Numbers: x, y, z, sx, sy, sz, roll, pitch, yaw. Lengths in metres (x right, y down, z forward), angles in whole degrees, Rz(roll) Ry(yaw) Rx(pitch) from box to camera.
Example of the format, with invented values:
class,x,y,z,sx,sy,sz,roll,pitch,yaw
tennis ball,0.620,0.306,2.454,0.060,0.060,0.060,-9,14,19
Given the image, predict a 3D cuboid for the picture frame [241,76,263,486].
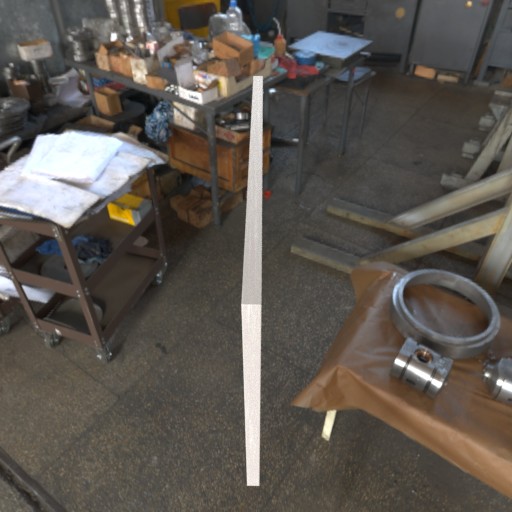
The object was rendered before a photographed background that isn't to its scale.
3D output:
class,x,y,z,sx,sy,sz,roll,pitch,yaw
picture frame,0.000,0.000,1.215,0.029,0.640,0.950,1,41,1
